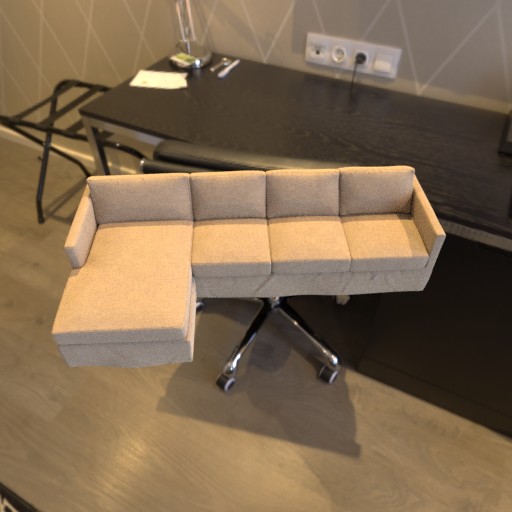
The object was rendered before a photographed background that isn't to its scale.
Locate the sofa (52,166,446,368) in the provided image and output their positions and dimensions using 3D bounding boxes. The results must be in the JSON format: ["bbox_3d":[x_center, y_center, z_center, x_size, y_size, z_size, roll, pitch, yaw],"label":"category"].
[{"bbox_3d":[0.000,0.000,3.919,3.198,0.920,1.638,-2,45,-2],"label":"sofa"}]
